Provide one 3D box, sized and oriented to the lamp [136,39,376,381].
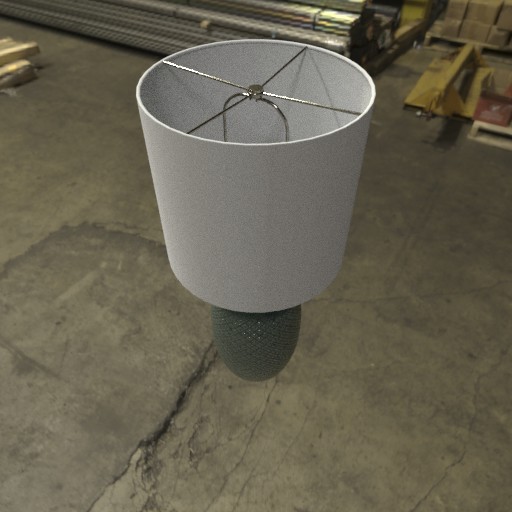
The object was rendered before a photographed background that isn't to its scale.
[{"bbox_3d":[0.000,0.000,0.568,0.217,0.453,0.217,23,50,21],"label":"lamp"}]
